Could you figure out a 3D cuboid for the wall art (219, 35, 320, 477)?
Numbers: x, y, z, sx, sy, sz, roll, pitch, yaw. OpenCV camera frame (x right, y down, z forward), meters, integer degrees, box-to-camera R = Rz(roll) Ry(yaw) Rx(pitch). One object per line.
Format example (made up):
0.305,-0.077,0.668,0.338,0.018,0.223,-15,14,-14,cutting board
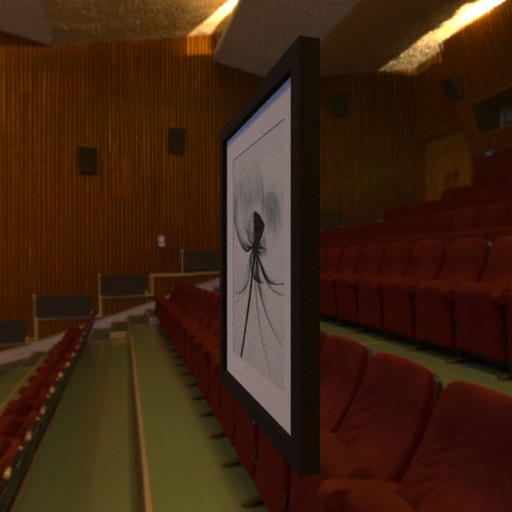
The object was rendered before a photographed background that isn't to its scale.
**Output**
0.000,0.000,0.783,0.029,0.559,0.457,0,0,-17,wall art
